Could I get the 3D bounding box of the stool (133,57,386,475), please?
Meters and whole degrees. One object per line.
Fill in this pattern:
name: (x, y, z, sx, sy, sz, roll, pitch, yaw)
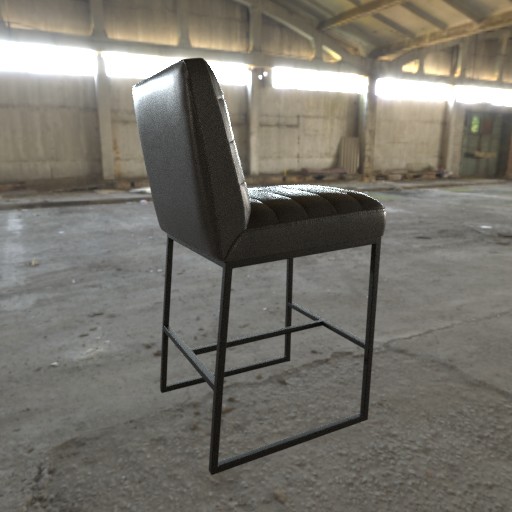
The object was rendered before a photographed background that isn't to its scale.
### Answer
stool: (0.000, 0.000, 1.250, 0.552, 0.938, 0.457, -7, 15, -27)
